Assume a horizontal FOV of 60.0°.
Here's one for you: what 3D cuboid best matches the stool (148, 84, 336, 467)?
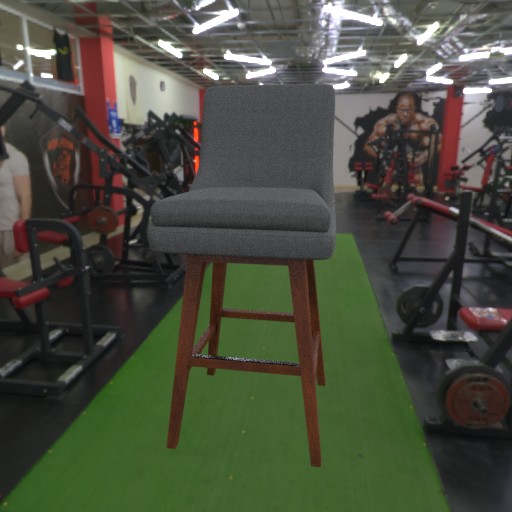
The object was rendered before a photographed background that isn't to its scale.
[{"bbox_3d":[0.000,0.000,1.277,0.447,0.977,0.524,3,15,10],"label":"stool"}]
